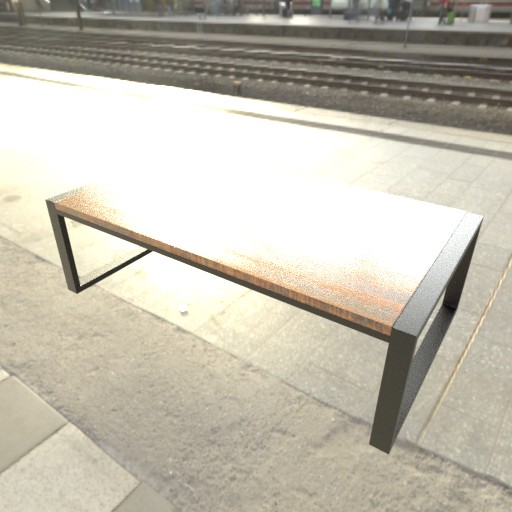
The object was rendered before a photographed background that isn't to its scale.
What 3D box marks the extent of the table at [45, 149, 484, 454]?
[{"bbox_3d":[0.000,0.000,1.655,1.350,0.400,0.750,19,35,29],"label":"table"}]
